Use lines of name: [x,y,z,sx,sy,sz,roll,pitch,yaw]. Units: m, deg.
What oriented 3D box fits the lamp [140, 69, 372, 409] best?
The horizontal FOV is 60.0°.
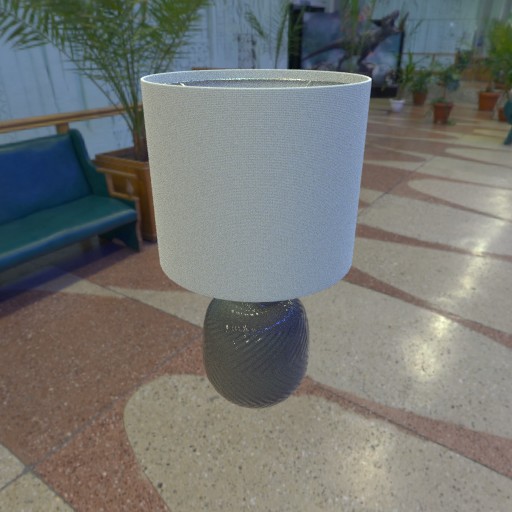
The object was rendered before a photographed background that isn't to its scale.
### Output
lamp: [0.000,0.000,0.487,0.207,0.366,0.207,18,32,32]
